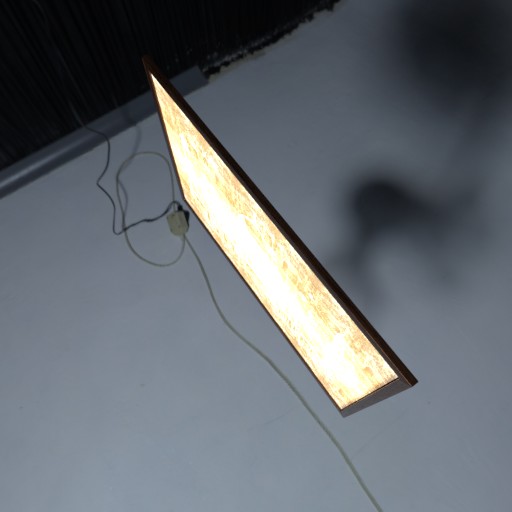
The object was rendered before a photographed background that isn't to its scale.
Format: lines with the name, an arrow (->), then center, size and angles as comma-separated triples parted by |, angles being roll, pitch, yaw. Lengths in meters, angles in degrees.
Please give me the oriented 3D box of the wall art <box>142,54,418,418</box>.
wall art -> 0.000, 0.000, 1.043 | 0.014, 0.559, 0.816 | -33, 70, -14
